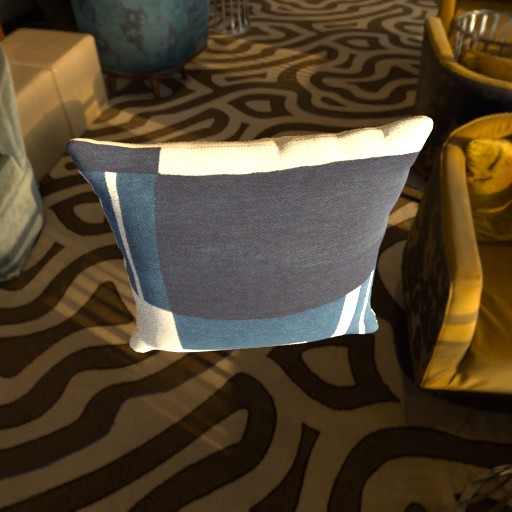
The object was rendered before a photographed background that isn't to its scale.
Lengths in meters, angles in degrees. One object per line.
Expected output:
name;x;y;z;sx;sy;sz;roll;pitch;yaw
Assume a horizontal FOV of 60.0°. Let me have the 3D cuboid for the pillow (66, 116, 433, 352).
pillow;0.000;0.000;0.783;0.536;0.506;0.229;-4;46;-4
